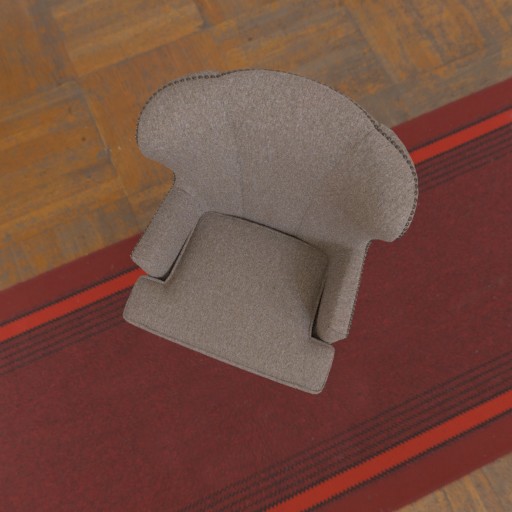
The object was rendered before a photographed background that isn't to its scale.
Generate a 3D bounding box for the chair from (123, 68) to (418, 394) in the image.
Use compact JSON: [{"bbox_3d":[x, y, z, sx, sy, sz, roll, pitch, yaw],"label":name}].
[{"bbox_3d":[0.000,0.000,1.567,0.759,1.060,0.758,20,76,5],"label":"chair"}]
